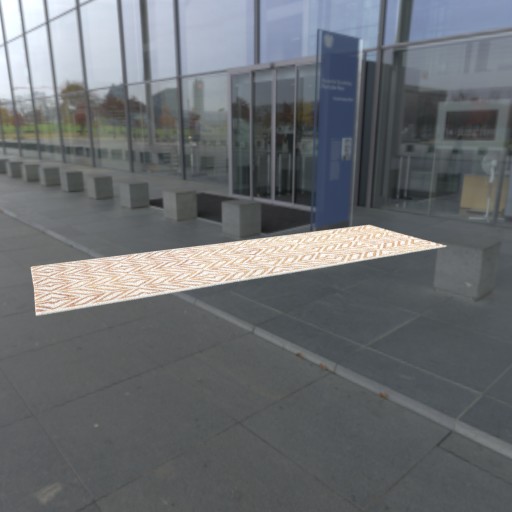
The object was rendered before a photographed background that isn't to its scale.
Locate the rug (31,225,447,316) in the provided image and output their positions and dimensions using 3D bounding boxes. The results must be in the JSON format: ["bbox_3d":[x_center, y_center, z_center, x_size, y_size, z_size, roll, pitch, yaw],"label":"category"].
[{"bbox_3d":[0.000,0.000,2.687,2.435,0.009,0.750,-8,18,-26],"label":"rug"}]
